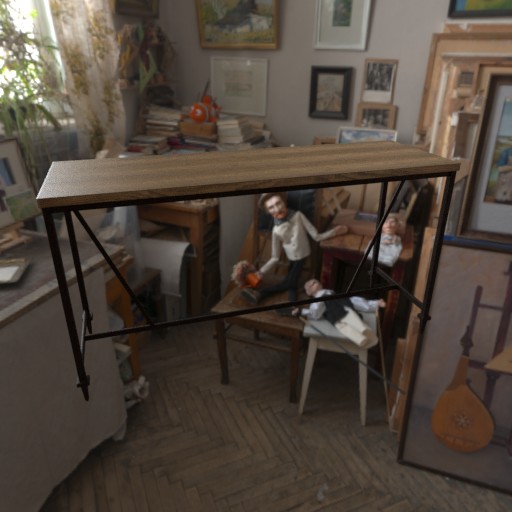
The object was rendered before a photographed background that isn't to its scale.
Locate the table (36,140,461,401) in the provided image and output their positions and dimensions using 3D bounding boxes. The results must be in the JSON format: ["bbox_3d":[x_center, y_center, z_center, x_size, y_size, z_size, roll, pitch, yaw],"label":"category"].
[{"bbox_3d":[0.000,0.000,2.125,1.700,0.902,0.551,-7,26,-15],"label":"table"}]
